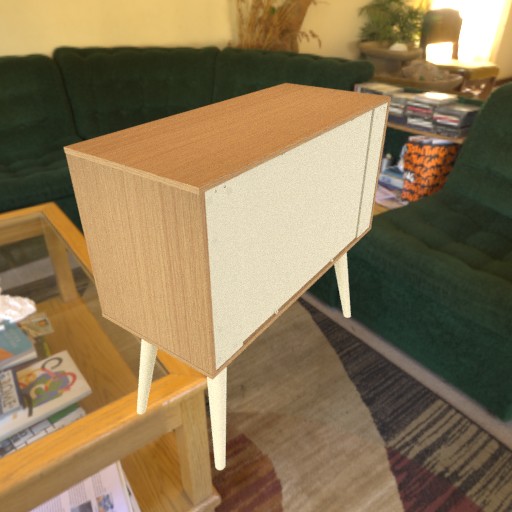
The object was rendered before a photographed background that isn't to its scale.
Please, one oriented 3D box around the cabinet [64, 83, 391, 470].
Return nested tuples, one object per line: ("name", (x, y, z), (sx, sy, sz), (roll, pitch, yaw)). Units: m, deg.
("cabinet", (0.000, 0.000, 1.646), (0.470, 1.016, 1.057), (20, 37, 30))
